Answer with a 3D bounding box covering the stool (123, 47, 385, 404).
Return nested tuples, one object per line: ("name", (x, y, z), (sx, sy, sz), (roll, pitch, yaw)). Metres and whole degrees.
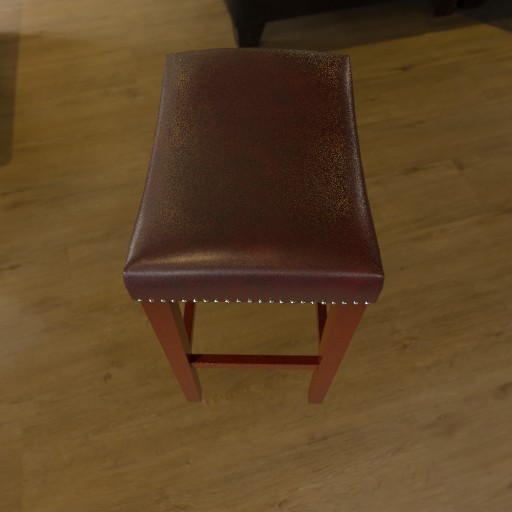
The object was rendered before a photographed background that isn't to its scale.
("stool", (0.000, 0.000, 1.016), (0.372, 0.742, 0.504), (1, 58, 0))
